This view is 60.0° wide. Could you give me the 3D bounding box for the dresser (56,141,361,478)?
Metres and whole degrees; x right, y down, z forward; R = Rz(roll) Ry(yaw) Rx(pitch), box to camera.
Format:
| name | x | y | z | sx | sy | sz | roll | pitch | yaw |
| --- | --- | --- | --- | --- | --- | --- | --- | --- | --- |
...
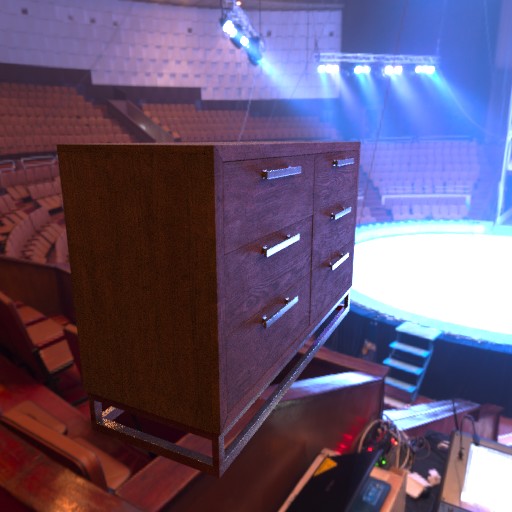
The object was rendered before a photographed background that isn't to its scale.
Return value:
| name | x | y | z | sx | sy | sz | roll | pitch | yaw |
| --- | --- | --- | --- | --- | --- | --- | --- | --- | --- |
| dresser | 0.000 | 0.000 | 2.137 | 0.623 | 1.061 | 1.646 | 7 | 16 | 25 |
